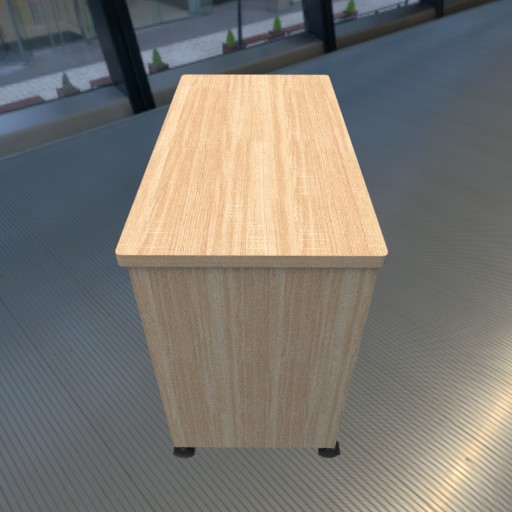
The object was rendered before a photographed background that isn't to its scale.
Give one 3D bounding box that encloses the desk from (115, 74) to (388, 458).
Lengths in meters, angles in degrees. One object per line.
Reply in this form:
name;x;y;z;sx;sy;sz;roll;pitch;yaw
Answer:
desk;0.000;0.000;1.339;0.480;0.770;0.884;0;41;0
